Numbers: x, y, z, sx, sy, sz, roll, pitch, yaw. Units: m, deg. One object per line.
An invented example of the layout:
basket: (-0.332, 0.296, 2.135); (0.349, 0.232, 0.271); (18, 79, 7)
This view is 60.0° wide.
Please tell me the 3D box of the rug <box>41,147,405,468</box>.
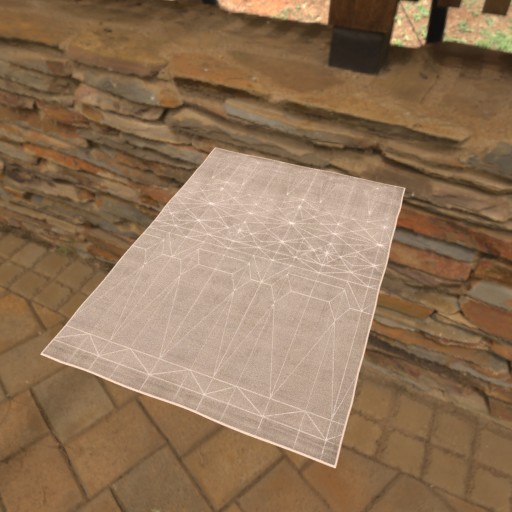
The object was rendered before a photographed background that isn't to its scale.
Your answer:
rug: (0.000, 0.000, 4.370); (2.449, 0.019, 3.357); (15, 47, 15)
